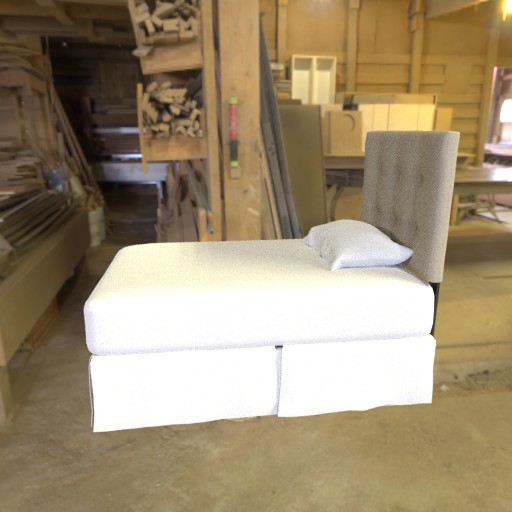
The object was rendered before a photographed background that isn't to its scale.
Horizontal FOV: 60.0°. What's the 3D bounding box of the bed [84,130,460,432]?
[{"bbox_3d":[0.000,0.000,2.885,1.997,1.571,1.261,-2,16,-7],"label":"bed"}]
